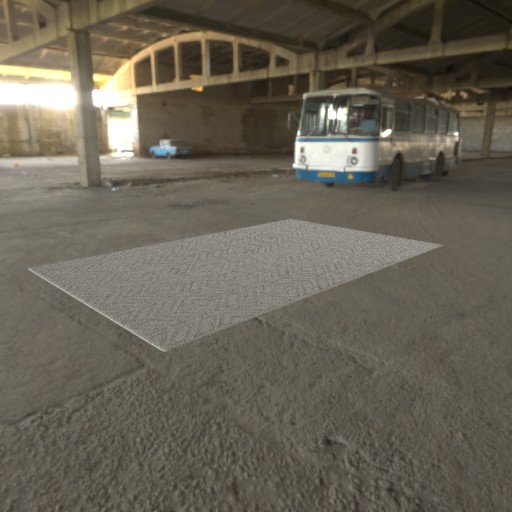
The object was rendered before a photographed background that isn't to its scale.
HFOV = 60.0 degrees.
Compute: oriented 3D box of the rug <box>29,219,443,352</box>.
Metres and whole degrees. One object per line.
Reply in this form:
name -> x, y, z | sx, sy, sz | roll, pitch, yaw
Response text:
rug -> 0.000, 0.000, 3.018 | 2.438, 0.008, 1.523 | -14, 21, -42
